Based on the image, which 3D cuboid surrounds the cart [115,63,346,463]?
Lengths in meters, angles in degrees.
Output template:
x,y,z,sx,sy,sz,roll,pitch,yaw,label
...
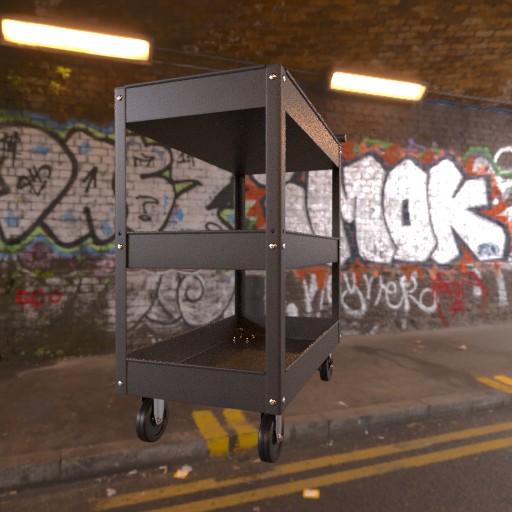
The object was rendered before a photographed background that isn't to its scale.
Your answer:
x,y,z,sx,sy,sz,roll,pitch,yaw,label
0.000,0.000,1.169,0.366,0.780,0.719,0,1,20,cart
